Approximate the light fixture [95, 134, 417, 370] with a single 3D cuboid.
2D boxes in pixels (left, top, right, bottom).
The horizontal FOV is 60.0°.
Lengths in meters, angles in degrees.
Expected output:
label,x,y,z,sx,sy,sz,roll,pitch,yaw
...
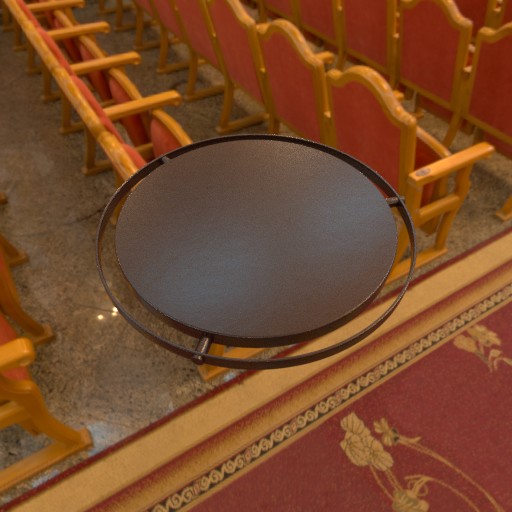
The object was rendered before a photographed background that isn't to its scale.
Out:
label,x,y,z,sx,sy,sz,roll,pitch,yaw
light fixture,0.000,0.000,0.555,0.361,0.130,0.361,0,48,0
